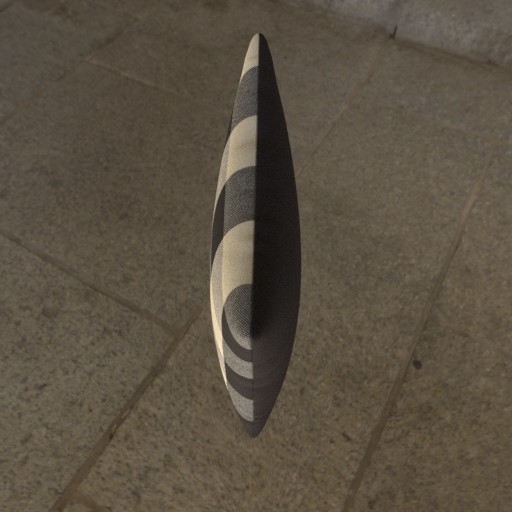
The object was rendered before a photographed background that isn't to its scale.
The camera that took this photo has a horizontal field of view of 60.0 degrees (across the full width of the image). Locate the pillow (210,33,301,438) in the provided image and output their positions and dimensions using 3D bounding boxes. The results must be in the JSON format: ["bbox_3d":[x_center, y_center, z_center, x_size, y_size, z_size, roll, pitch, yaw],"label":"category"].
[{"bbox_3d":[0.000,0.000,0.772,0.161,0.509,0.511,1,58,1],"label":"pillow"}]
